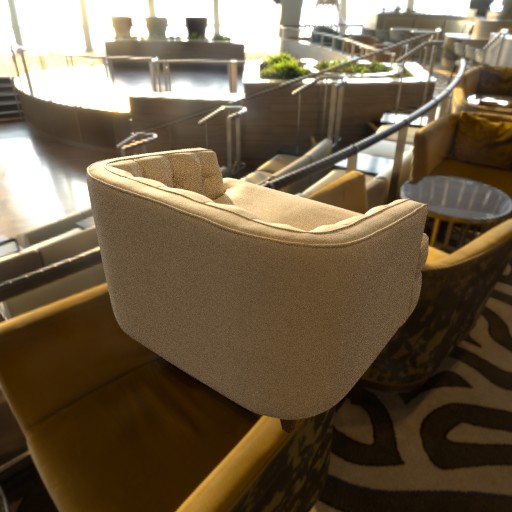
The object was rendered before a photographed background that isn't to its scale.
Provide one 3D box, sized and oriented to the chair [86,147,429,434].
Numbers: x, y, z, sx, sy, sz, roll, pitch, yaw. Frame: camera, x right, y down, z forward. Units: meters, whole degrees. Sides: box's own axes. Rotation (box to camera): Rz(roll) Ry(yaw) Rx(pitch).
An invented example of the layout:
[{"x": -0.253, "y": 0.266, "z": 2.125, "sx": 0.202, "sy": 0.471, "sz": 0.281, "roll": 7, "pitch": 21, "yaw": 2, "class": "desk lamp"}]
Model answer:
[{"x": 0.000, "y": 0.000, "z": 1.771, "sx": 1.118, "sy": 0.787, "sz": 0.914, "roll": 21, "pitch": 37, "yaw": 31, "class": "chair"}]
